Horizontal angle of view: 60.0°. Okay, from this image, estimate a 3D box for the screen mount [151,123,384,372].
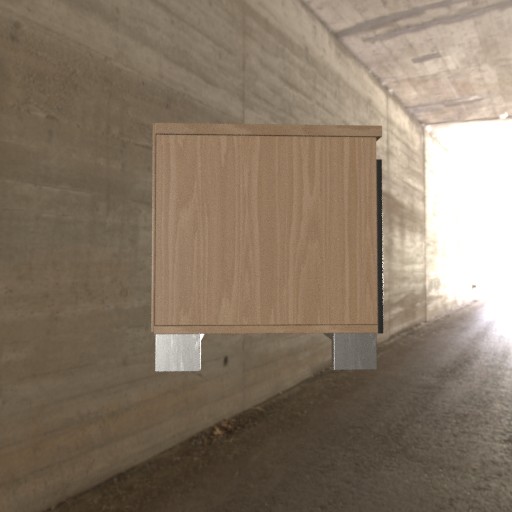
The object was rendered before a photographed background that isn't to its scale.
[{"bbox_3d":[0.000,0.000,1.315,0.406,0.432,1.084,0,-2,-2],"label":"screen mount"}]
